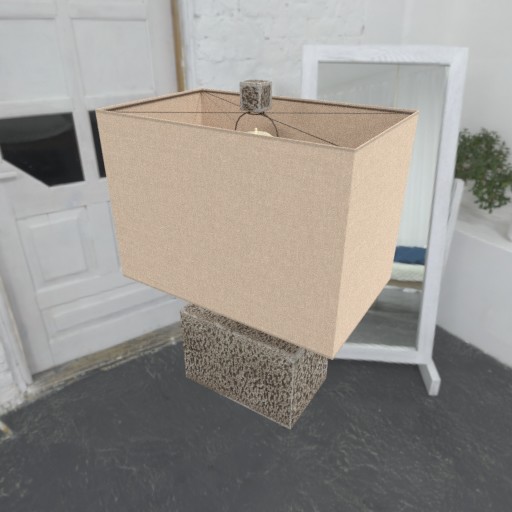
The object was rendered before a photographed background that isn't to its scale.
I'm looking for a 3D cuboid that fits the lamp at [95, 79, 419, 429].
[{"bbox_3d":[0.000,0.000,0.556,0.294,0.411,0.180,17,33,28],"label":"lamp"}]
